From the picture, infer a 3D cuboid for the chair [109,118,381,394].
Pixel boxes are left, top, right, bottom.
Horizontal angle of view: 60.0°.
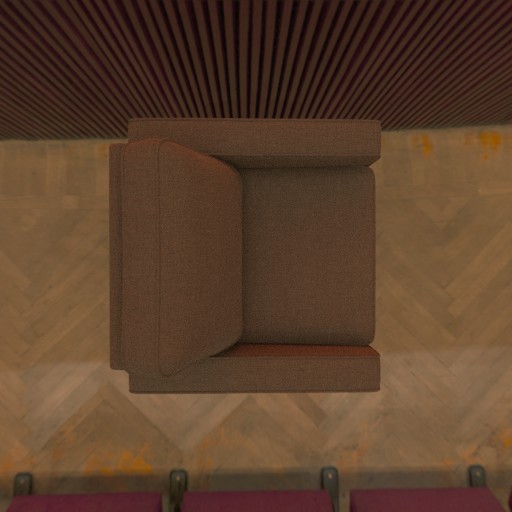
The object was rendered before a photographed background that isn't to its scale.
[{"bbox_3d":[0.000,0.000,1.703,0.940,0.919,1.017,0,91,-1],"label":"chair"}]
